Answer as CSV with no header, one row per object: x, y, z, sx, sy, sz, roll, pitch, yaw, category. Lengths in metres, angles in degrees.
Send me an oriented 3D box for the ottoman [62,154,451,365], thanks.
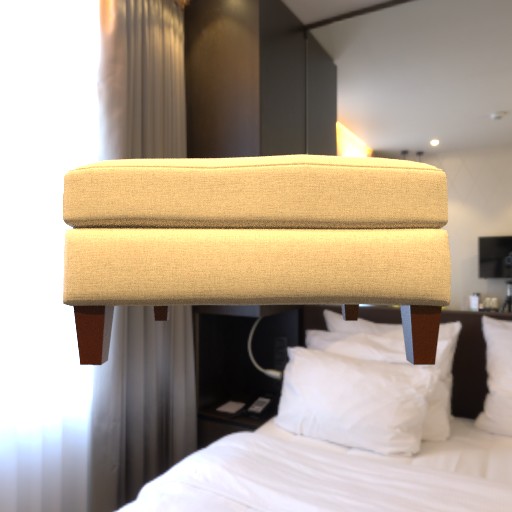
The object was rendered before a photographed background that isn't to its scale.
0.000,0.000,1.332,0.838,0.478,0.838,0,-1,0,ottoman
